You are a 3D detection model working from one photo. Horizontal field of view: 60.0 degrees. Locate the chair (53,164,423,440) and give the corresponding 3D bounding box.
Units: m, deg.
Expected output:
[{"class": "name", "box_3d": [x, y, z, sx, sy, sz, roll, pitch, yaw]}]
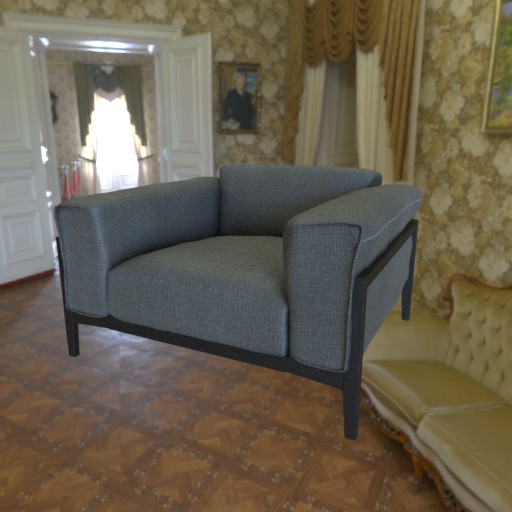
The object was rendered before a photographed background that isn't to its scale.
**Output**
[{"class": "chair", "box_3d": [0.000, 0.000, 1.671, 1.056, 0.646, 0.969, 7, 16, 26]}]
